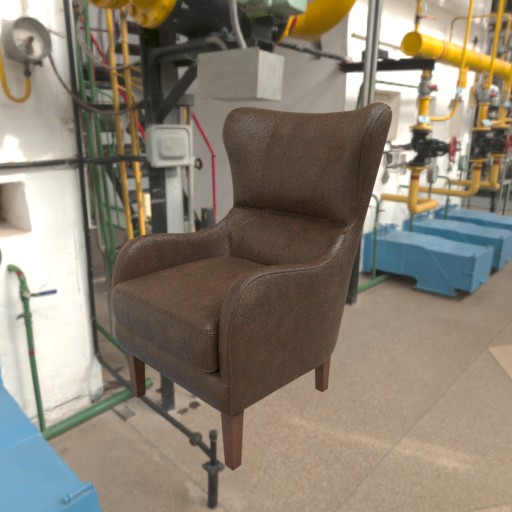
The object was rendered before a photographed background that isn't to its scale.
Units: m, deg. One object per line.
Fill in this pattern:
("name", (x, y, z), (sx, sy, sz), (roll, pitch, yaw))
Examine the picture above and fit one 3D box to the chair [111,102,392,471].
("chair", (0.000, 0.000, 1.600), (0.692, 1.048, 0.914), (15, 22, 42))
